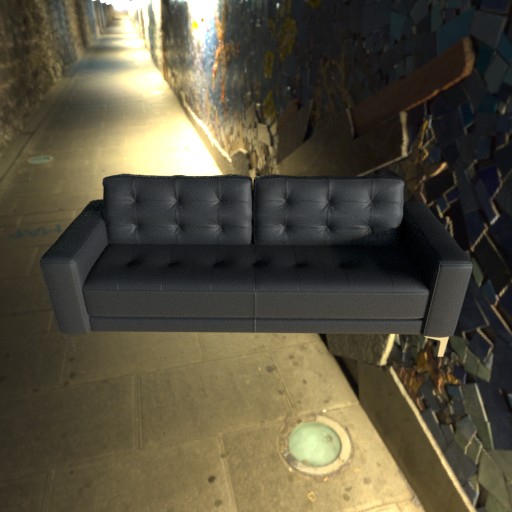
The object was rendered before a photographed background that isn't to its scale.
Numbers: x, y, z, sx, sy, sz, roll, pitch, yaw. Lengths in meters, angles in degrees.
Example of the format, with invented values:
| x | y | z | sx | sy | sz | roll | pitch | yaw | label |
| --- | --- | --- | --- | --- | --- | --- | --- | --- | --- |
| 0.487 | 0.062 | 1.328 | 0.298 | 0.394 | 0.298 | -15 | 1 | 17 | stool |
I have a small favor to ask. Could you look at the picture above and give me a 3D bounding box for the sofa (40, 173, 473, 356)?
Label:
| x | y | z | sx | sy | sz | roll | pitch | yaw | label |
| --- | --- | --- | --- | --- | --- | --- | --- | --- | --- |
| 0.000 | 0.000 | 2.714 | 2.275 | 0.893 | 0.833 | 0 | 30 | 1 | sofa |
